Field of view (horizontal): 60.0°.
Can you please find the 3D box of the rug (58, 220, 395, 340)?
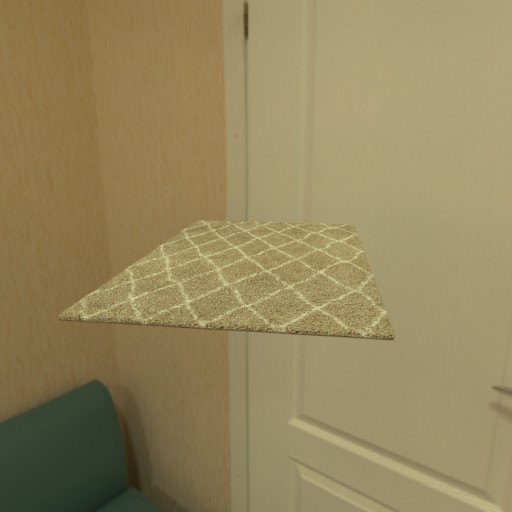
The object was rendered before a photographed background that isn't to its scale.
[{"bbox_3d":[0.000,0.000,3.117,1.524,0.030,2.438,2,15,8],"label":"rug"}]
